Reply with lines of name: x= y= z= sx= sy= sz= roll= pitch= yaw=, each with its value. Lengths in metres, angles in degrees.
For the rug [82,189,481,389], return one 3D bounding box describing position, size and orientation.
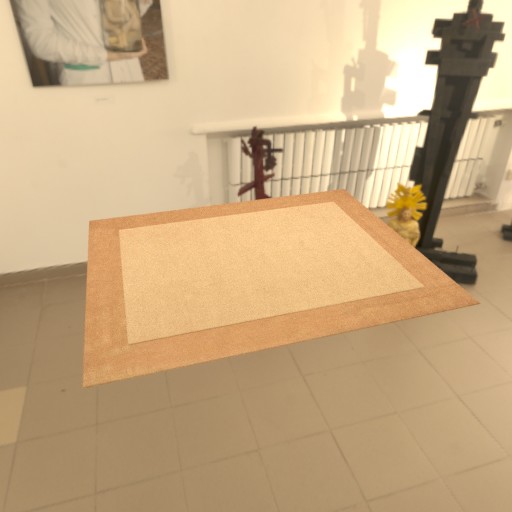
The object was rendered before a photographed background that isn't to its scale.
rug: x=0.000 y=0.000 z=4.193 sx=3.048 sy=0.014 sz=2.438 roll=-9 pitch=33 yaw=-14
